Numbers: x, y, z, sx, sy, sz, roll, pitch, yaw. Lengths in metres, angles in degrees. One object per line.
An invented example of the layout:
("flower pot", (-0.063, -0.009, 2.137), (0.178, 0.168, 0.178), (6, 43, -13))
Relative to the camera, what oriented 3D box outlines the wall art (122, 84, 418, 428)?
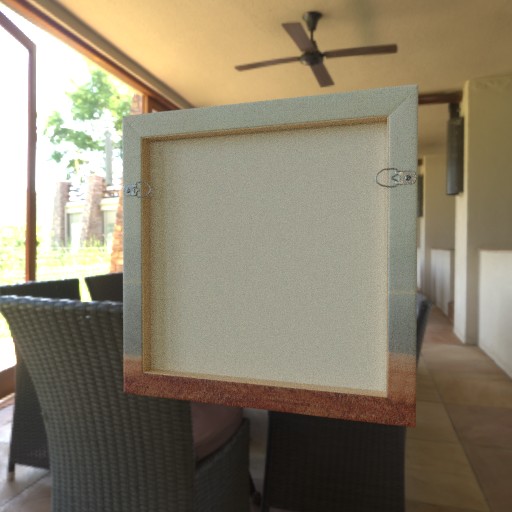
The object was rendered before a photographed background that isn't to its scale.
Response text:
("wall art", (0.000, 0.000, 0.593), (0.405, 0.405, 0.023), (0, 1, 18))
